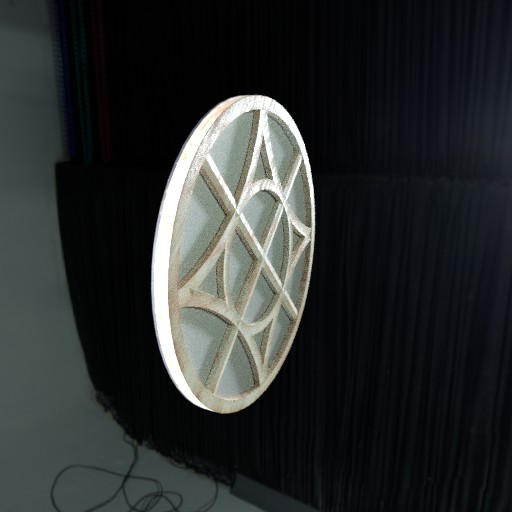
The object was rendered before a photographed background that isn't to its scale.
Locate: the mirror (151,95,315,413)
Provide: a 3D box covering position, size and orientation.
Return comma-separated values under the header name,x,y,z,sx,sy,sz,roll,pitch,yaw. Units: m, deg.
name,x,y,z,sx,sy,sz,roll,pitch,yaw
mirror,0.000,0.000,1.042,0.038,0.710,0.710,7,16,26
